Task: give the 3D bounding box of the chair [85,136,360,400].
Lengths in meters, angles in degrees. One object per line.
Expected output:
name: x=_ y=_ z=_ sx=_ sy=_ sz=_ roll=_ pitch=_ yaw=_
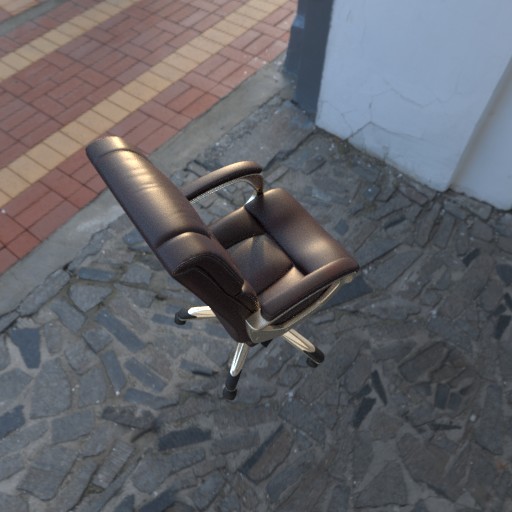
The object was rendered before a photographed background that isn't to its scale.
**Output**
chair: x=0.000 y=0.000 z=1.552 sx=0.739 sy=1.107 sz=0.662 roll=-31 pitch=62 yaw=-18
